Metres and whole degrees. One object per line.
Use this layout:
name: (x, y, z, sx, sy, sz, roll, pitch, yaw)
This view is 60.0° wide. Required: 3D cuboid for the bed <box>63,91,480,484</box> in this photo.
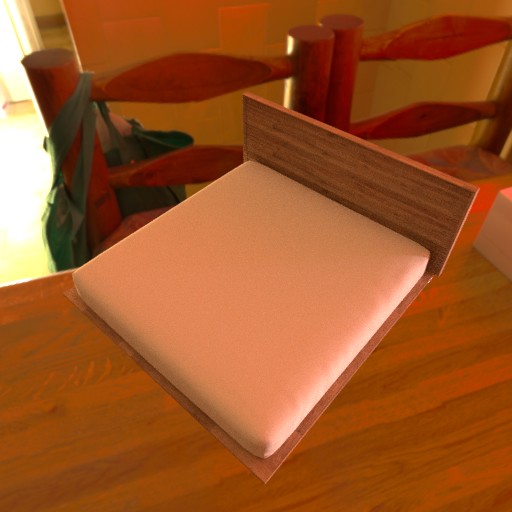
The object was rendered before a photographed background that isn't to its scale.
bed: (0.000, 0.000, 3.301, 2.116, 1.100, 2.167, 32, 54, 27)
